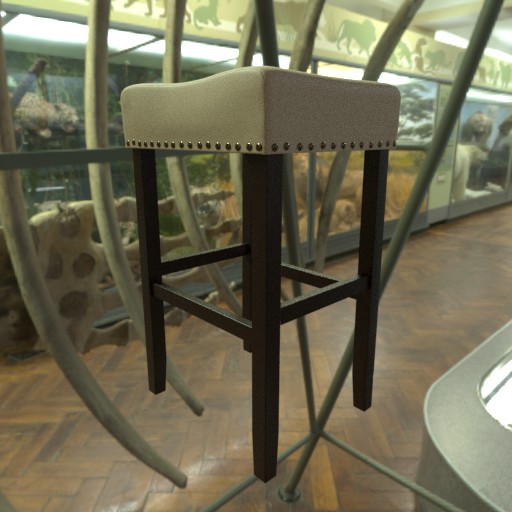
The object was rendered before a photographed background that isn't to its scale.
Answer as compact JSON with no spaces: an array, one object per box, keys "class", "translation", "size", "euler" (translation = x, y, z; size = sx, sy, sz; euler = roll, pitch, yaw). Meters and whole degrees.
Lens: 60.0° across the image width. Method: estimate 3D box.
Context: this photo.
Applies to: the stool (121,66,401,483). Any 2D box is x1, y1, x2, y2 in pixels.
[{"class":"stool","translation":[0.000,0.000,1.044],"size":[0.401,0.762,0.471],"euler":[-14,21,-41]}]
